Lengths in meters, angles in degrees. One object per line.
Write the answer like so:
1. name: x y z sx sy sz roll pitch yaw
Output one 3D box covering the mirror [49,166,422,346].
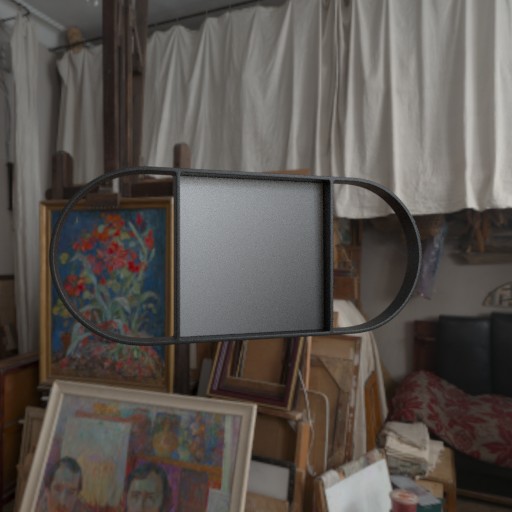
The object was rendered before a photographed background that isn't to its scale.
1. mirror: 0.000 0.000 0.688 0.584 0.254 0.032 0 0 -17
